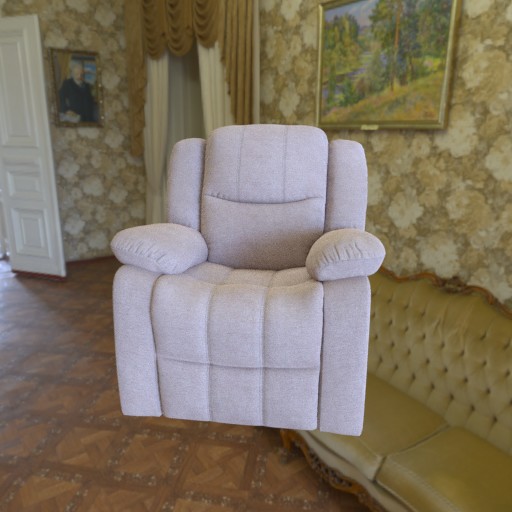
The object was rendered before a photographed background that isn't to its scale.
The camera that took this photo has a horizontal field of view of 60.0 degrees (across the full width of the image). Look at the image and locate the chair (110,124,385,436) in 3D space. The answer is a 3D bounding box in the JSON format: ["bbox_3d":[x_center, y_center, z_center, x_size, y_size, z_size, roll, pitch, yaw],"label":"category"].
[{"bbox_3d":[0.000,0.000,1.739,0.899,1.008,0.944,2,15,8],"label":"chair"}]
